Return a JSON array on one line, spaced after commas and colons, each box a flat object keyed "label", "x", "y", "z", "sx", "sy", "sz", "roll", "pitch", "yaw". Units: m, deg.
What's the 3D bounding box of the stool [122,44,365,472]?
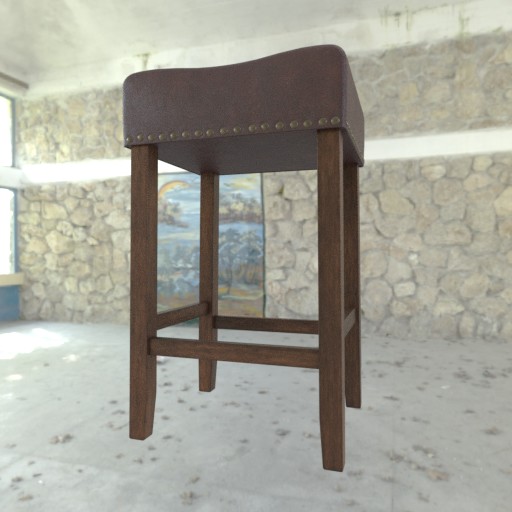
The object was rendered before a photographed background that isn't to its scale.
[{"label": "stool", "x": 0.000, "y": 0.000, "z": 1.036, "sx": 0.465, "sy": 0.769, "sz": 0.401, "roll": 0, "pitch": 1, "yaw": 18}]
